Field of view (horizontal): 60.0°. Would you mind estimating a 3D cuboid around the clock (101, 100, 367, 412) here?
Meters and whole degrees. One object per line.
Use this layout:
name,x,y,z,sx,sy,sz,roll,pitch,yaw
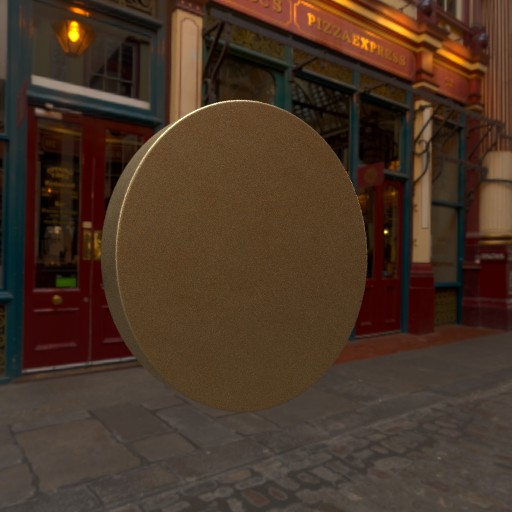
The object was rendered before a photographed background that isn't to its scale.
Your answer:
clock,0.000,0.000,0.469,0.314,0.314,0.040,1,-1,-37
